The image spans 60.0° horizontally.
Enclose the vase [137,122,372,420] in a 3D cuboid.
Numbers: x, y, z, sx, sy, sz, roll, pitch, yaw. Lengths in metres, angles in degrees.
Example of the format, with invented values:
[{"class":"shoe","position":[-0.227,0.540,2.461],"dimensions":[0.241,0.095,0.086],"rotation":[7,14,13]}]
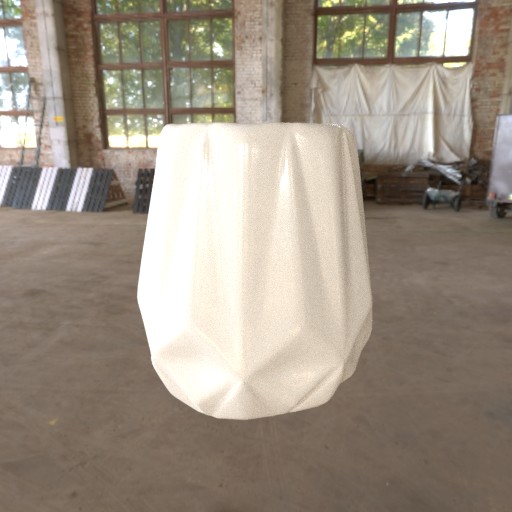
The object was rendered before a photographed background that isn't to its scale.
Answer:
[{"class":"vase","position":[0.000,0.000,0.266],"dimensions":[0.141,0.152,0.141],"rotation":[0,15,0]}]
